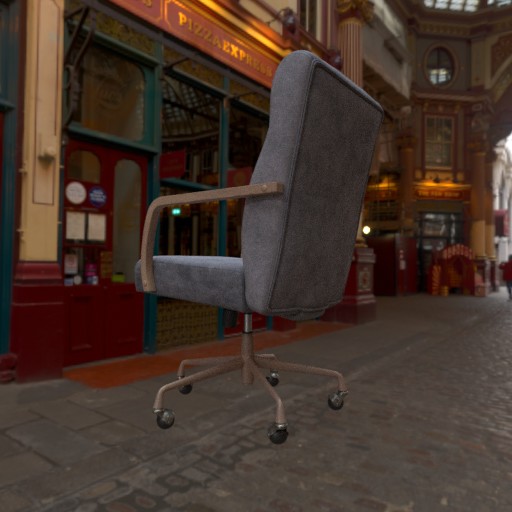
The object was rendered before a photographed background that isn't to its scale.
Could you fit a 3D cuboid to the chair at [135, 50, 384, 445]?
[{"bbox_3d":[0.000,0.000,1.471,0.741,1.029,0.640,-1,-1,37],"label":"chair"}]
